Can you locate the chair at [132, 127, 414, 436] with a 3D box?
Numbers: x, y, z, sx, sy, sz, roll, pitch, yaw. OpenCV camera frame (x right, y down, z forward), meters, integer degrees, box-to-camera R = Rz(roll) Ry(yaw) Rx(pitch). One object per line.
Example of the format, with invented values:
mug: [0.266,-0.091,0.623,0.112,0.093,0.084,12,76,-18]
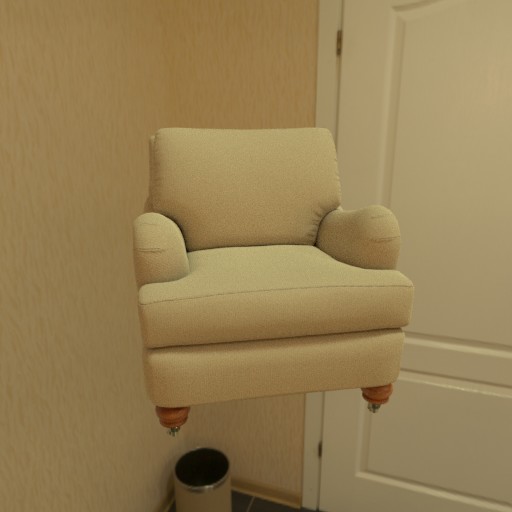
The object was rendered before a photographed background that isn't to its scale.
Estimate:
chair: [0.000,0.000,1.871,0.955,1.038,1.070,-3,17,-10]
